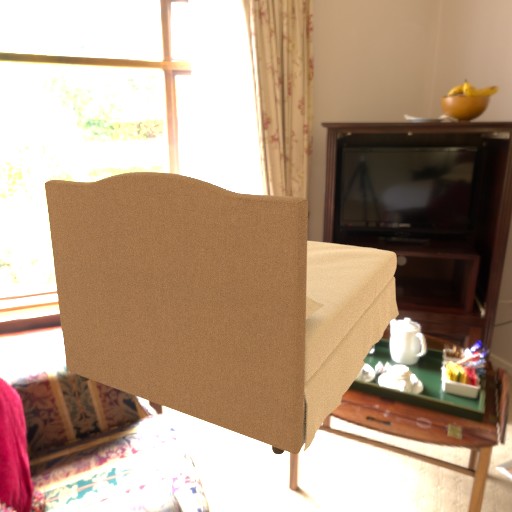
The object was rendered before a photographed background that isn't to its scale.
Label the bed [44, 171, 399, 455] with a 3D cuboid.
[{"bbox_3d":[0.000,0.000,3.423,1.821,1.436,2.282,8,18,28],"label":"bed"}]
